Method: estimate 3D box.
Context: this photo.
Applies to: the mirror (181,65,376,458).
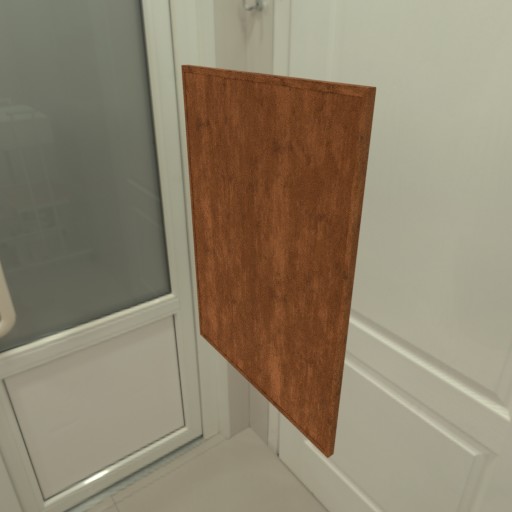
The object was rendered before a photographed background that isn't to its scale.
[{"bbox_3d":[0.000,0.000,1.437,0.028,1.099,0.796,-19,32,-32],"label":"mirror"}]
